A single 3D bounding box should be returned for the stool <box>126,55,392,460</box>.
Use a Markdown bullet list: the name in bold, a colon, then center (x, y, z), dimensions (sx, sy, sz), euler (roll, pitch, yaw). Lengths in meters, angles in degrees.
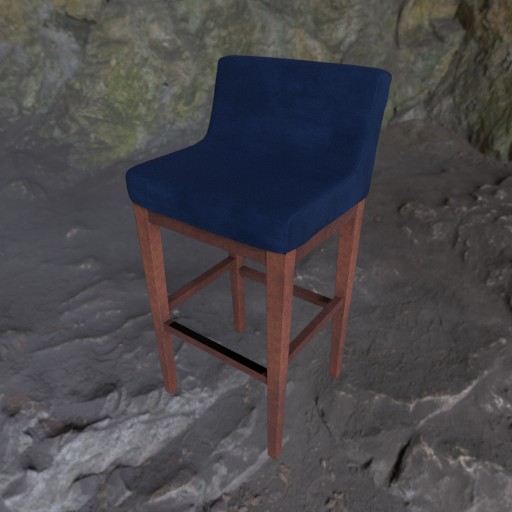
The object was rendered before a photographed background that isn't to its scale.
- **stool**: center (0.000, 0.000, 1.319), dimensions (0.511, 1.037, 0.500), euler (20, 36, 30)
